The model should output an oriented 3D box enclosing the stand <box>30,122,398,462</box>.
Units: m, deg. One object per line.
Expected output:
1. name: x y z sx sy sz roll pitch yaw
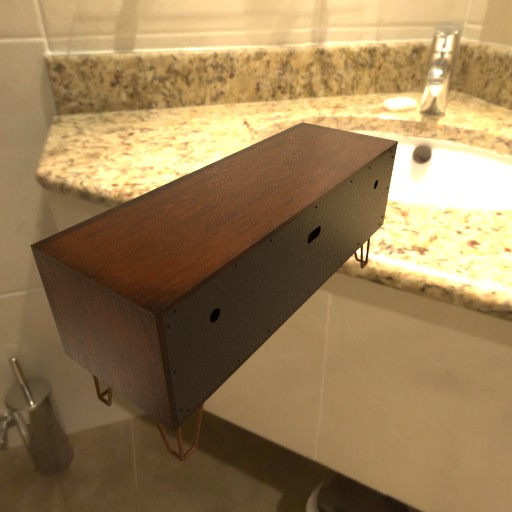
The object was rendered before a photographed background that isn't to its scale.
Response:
1. stand: 0.000 0.000 1.675 0.481 0.610 1.372 22 39 30
